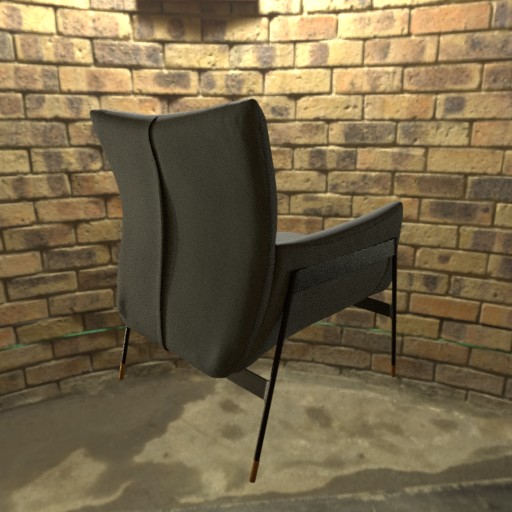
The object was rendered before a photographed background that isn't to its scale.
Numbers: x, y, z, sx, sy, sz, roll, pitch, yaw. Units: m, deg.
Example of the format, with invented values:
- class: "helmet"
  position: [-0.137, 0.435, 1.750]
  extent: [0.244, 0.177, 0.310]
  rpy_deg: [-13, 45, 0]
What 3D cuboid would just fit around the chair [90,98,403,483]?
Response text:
- class: "chair"
  position: [0.000, 0.000, 1.366]
  extent: [0.709, 0.858, 0.678]
  rpy_deg: [-15, 22, -43]
